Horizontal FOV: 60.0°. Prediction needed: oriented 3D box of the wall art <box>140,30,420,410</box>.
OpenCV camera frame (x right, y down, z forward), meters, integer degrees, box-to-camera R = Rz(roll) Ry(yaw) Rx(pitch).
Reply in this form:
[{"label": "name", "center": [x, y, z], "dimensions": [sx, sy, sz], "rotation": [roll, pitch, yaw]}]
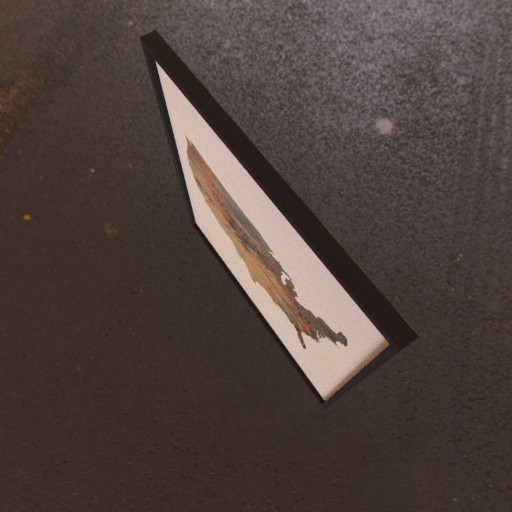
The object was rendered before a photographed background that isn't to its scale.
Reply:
[{"label": "wall art", "center": [0.000, 0.000, 1.099], "dimensions": [0.038, 0.762, 0.762], "rotation": [-32, 69, -14]}]
